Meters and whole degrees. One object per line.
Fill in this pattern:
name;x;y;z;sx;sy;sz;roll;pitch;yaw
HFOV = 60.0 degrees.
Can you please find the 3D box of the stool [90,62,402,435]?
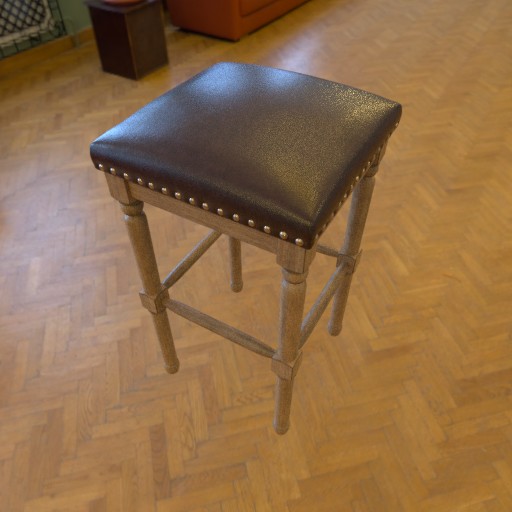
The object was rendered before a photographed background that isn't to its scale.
stool;0.000;0.000;0.936;0.383;0.702;0.382;22;49;21
